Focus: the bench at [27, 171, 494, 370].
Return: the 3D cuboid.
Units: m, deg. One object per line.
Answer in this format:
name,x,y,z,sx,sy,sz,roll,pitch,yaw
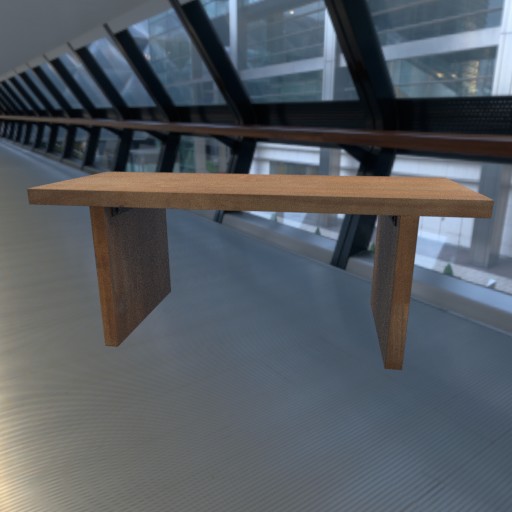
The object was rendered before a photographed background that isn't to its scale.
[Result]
bench,0.000,0.000,1.391,1.183,0.458,0.458,3,17,9
